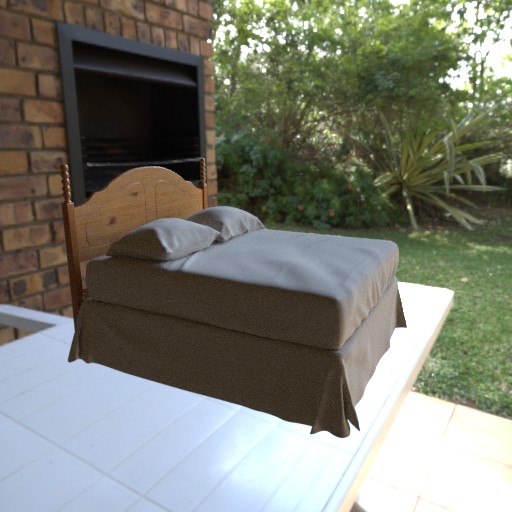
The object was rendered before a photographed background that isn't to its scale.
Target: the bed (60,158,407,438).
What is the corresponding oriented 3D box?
[{"bbox_3d":[0.000,0.000,3.285,2.040,1.356,1.873,7,16,26],"label":"bed"}]
